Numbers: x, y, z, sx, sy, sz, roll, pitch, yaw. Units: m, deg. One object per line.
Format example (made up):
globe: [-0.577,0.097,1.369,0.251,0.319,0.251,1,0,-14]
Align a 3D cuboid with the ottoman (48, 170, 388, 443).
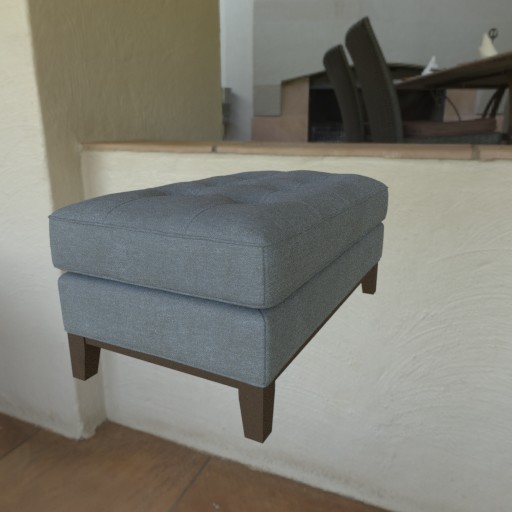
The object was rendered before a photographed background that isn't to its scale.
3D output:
ottoman: [0.000,0.000,1.506,0.648,0.514,1.143,8,18,26]
